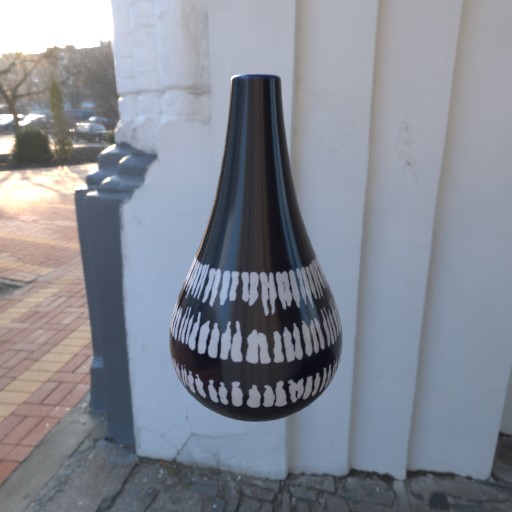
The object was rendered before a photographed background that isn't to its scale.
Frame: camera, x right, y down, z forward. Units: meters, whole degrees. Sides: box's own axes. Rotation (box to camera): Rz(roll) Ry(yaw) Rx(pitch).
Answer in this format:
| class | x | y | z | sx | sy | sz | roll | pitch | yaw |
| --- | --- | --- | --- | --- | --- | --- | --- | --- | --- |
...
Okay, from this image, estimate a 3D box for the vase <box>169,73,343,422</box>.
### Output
| class | x | y | z | sx | sy | sz | roll | pitch | yaw |
| --- | --- | --- | --- | --- | --- | --- | --- | --- | --- |
| vase | 0.000 | 0.000 | 0.390 | 0.159 | 0.295 | 0.159 | 0 | 17 | 0 |
